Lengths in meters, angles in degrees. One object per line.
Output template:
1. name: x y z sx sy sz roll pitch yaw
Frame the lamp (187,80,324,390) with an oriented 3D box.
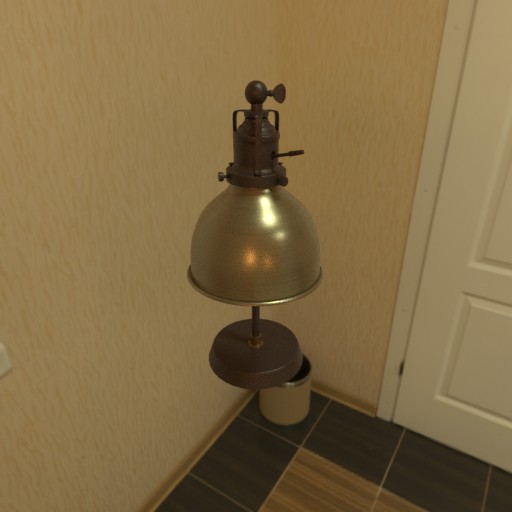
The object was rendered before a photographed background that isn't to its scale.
1. lamp: 0.000 0.000 0.617 0.175 0.469 0.298 2 28 3
